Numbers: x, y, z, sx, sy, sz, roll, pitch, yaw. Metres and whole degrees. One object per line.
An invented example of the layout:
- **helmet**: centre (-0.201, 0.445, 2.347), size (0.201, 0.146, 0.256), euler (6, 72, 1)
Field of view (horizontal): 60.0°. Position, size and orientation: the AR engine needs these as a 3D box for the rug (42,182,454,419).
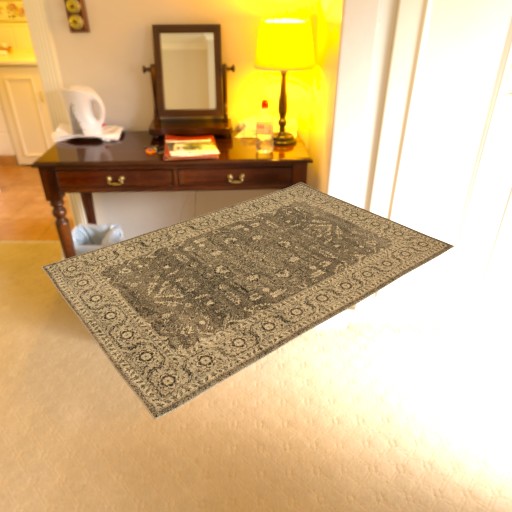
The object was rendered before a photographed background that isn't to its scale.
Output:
- **rug**: centre (0.000, 0.000, 2.329), size (1.828, 0.019, 1.209), euler (-22, 37, -33)
